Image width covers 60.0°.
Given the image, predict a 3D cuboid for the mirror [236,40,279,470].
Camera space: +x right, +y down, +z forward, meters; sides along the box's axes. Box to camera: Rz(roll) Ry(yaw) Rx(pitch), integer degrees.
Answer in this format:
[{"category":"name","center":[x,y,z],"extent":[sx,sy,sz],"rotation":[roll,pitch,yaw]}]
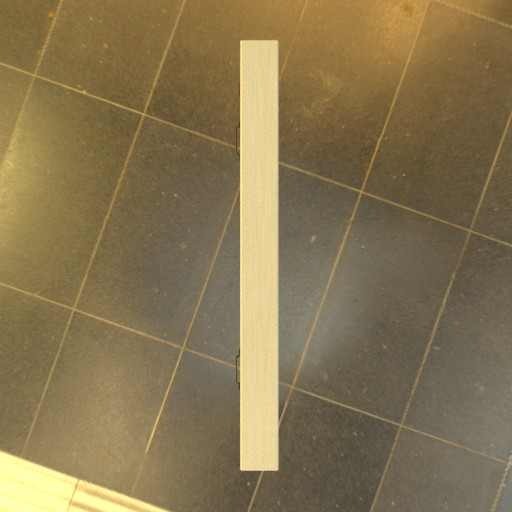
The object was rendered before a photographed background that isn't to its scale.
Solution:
[{"category":"mirror","center":[0.000,0.000,0.672],"extent":[0.041,0.509,0.406],"rotation":[0,90,0]}]
